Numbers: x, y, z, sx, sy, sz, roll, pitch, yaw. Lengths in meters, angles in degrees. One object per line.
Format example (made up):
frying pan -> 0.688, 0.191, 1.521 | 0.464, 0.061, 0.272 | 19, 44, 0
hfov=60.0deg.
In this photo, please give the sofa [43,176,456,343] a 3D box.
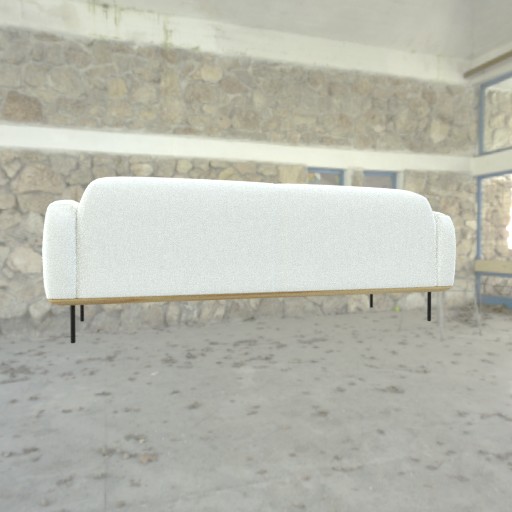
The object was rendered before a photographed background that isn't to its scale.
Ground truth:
sofa -> 0.000, 0.000, 2.640 | 2.280, 0.780, 0.870 | 0, 1, -18
